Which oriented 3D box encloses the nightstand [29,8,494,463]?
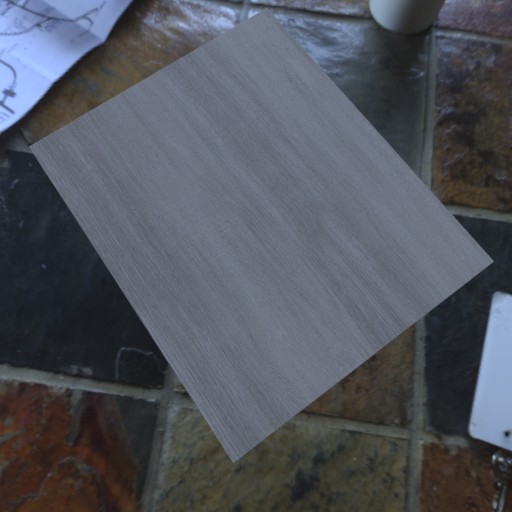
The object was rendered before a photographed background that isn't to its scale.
[{"bbox_3d":[0.000,0.000,0.778,0.380,0.500,0.450,-35,77,-9],"label":"nightstand"}]
